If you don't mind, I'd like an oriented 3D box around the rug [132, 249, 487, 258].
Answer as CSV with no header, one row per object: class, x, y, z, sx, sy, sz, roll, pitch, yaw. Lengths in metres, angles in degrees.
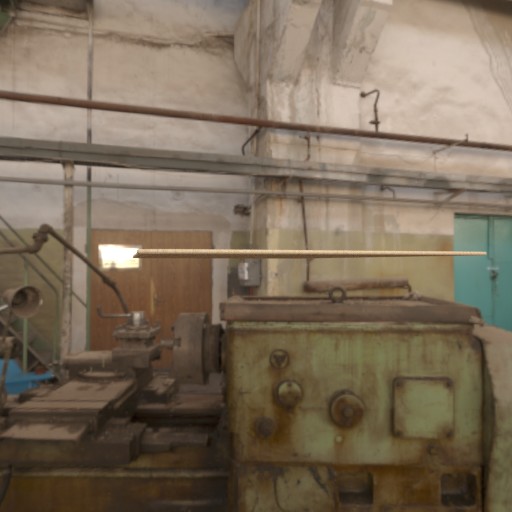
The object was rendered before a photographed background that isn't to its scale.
rug,0.000,0.000,2.316,1.238,0.014,1.848,0,-1,-16
